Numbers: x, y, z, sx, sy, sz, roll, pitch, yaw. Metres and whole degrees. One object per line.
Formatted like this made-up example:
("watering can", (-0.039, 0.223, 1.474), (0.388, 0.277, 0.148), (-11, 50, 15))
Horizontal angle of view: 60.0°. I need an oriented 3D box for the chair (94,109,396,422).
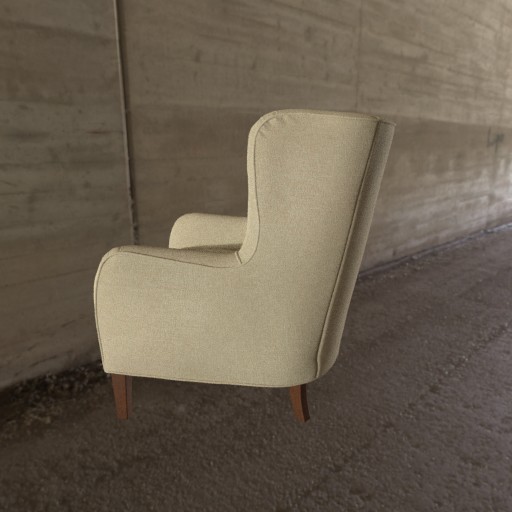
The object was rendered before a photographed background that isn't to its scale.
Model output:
("chair", (0.000, 0.000, 1.730), (0.966, 1.040, 0.838), (2, 15, 9))
